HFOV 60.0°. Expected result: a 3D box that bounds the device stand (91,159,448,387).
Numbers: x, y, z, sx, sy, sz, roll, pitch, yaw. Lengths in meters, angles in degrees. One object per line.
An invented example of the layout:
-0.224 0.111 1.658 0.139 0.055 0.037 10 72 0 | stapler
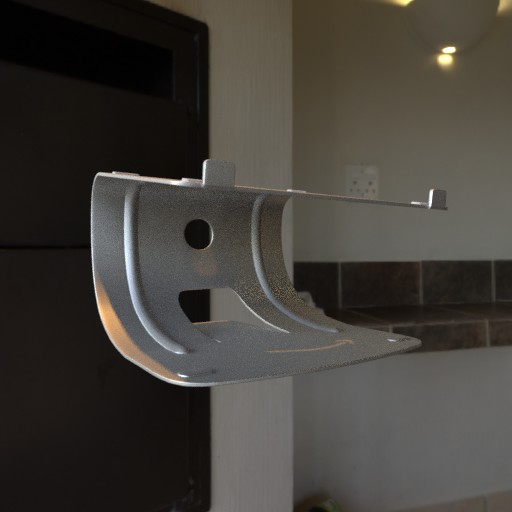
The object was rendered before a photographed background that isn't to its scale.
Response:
0.000 0.000 0.407 0.256 0.155 0.236 0 0 -34 | device stand
